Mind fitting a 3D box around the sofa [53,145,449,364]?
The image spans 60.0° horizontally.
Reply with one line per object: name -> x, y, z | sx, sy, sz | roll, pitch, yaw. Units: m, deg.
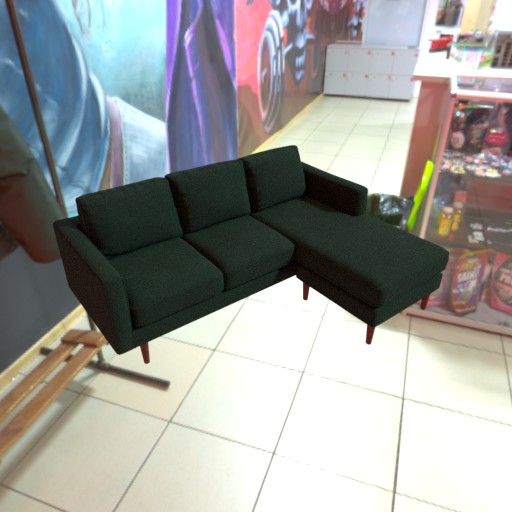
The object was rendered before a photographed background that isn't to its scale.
sofa -> 0.000, 0.000, 2.901 | 2.030, 0.899, 1.580 | -22, 37, -31
